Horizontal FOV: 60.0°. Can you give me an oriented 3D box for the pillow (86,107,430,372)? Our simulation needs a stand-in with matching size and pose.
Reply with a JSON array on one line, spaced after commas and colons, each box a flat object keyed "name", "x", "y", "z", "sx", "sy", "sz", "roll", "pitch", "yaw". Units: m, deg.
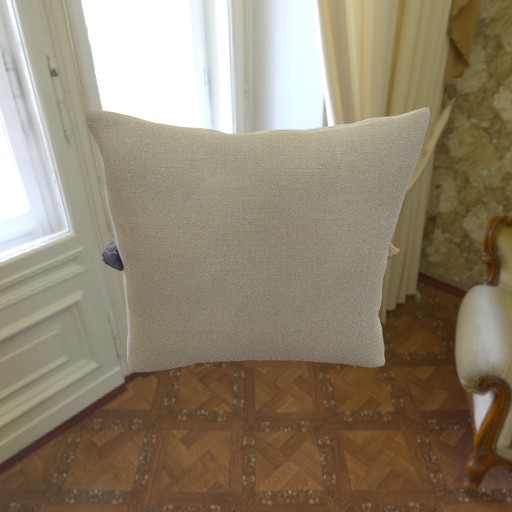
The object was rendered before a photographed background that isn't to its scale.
[{"name": "pillow", "x": 0.000, "y": 0.000, "z": 0.733, "sx": 0.489, "sy": 0.481, "sz": 0.165, "roll": -1, "pitch": 31, "yaw": -1}]
